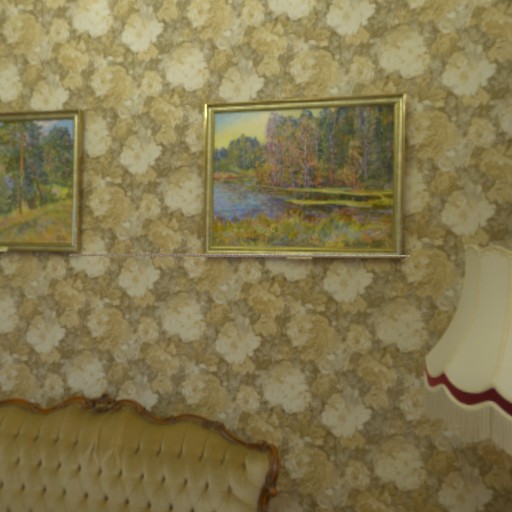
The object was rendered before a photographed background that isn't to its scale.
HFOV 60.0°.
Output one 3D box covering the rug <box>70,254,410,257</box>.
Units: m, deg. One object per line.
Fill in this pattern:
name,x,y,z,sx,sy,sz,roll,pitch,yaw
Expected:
rug,0.000,0.000,3.104,2.432,0.006,1.520,0,0,-36
